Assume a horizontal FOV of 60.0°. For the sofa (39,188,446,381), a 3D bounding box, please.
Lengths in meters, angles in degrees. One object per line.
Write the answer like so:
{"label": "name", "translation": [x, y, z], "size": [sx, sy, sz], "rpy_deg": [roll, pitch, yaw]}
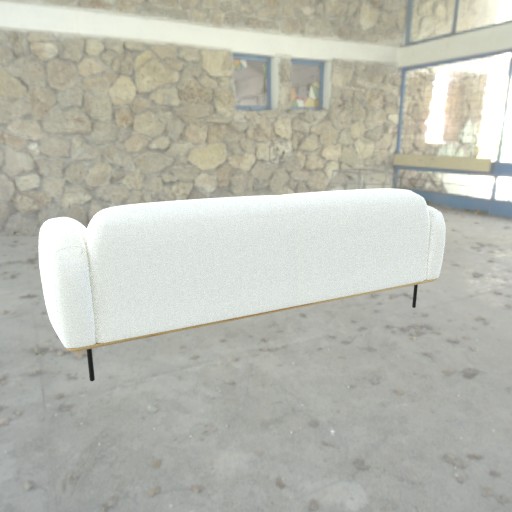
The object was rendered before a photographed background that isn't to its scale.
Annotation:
{"label": "sofa", "translation": [0.000, 0.000, 2.603], "size": [2.280, 0.780, 0.870], "rpy_deg": [-7, 16, -26]}
